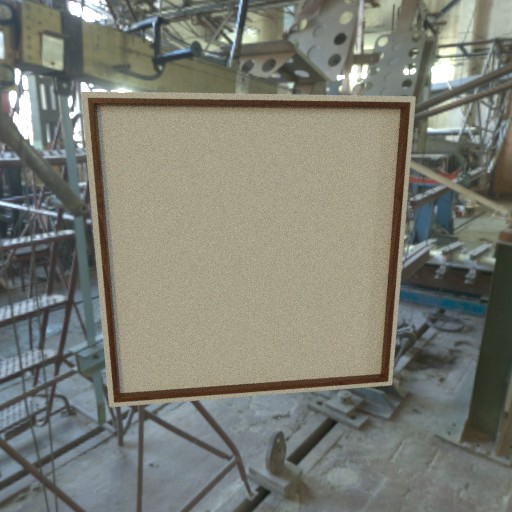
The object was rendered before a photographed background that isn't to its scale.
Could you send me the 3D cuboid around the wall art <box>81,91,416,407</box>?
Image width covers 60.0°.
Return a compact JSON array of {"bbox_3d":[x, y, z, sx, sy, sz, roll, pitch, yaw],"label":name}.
[{"bbox_3d":[0.000,0.000,1.101,0.757,0.757,0.037,-2,14,-8],"label":"wall art"}]
